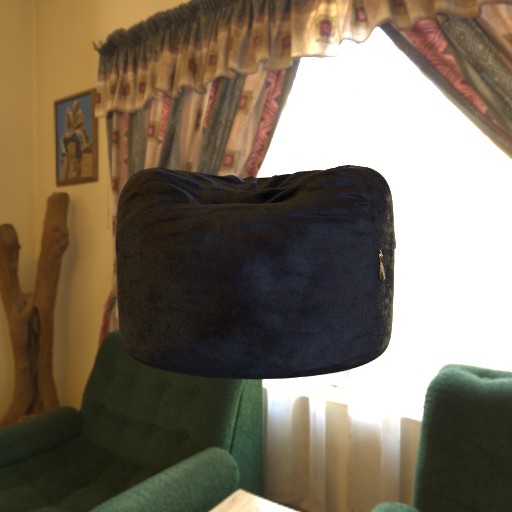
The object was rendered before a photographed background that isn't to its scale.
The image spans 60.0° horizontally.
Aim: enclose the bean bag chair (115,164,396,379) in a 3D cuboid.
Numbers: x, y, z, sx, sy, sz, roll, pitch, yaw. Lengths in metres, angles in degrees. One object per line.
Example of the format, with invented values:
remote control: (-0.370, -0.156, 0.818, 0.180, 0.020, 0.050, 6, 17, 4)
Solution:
bean bag chair: (0.000, 0.000, 1.522, 0.918, 0.616, 0.918, 0, 1, 0)
